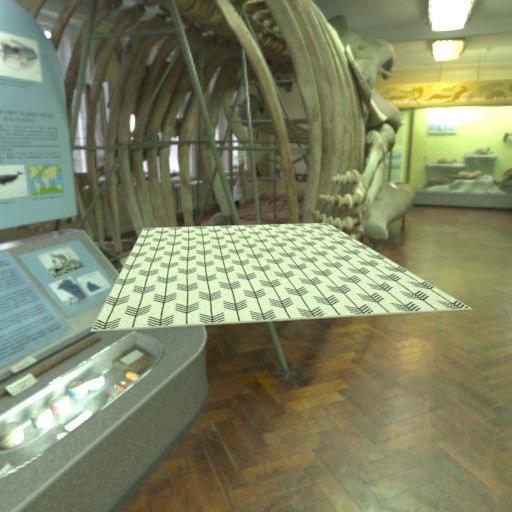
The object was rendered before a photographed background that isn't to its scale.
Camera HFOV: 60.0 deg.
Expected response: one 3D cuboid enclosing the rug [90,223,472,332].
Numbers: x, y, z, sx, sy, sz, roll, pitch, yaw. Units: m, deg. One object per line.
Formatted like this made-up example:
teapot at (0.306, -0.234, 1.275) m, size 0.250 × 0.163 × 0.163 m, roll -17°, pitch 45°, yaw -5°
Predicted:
rug at (0.000, 0.000, 4.108) m, size 2.330 × 0.010 × 3.061 m, roll -2°, pitch 15°, yaw -8°
